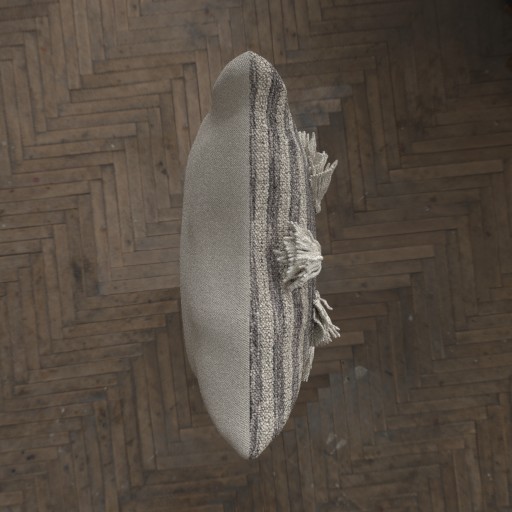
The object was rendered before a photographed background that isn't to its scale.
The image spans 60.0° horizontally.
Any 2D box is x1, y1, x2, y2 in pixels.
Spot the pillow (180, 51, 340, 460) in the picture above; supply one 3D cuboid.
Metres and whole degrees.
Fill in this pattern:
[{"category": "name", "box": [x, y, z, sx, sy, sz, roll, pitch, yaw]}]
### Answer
[{"category": "pillow", "box": [0.000, 0.000, 0.756, 0.234, 0.490, 0.484, 0, 90, -1]}]
